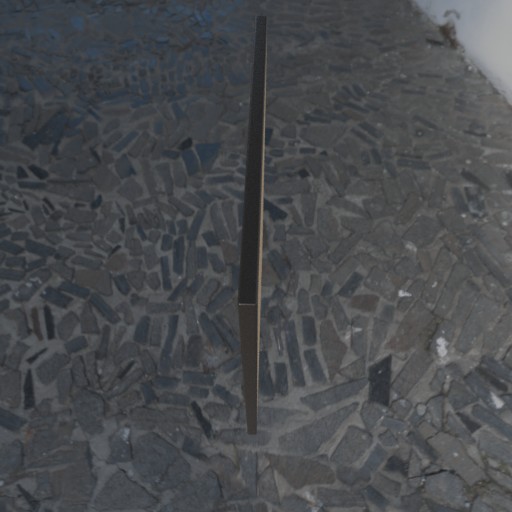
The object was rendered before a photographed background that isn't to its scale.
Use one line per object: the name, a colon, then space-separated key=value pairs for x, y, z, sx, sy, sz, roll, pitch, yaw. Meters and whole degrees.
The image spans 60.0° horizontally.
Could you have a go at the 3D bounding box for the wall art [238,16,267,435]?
wall art: x=0.000 y=0.000 z=0.777 sx=0.018 sy=0.582 sz=0.481 roll=2 pitch=57 yaw=1
